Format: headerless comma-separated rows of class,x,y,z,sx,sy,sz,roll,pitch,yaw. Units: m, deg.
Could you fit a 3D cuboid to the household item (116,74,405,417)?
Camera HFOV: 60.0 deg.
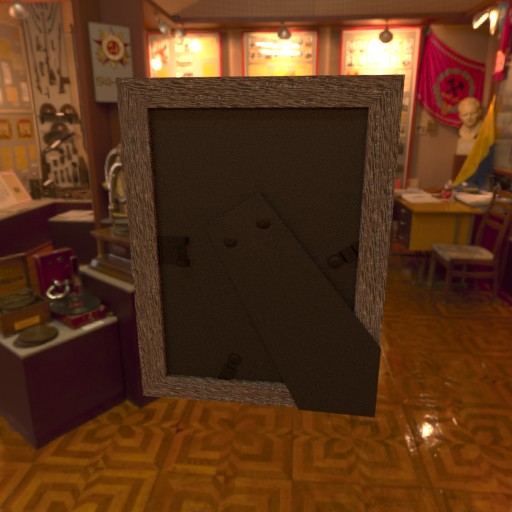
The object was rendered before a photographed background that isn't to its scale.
household item,0.000,0.000,0.280,0.160,0.210,0.020,2,17,7
